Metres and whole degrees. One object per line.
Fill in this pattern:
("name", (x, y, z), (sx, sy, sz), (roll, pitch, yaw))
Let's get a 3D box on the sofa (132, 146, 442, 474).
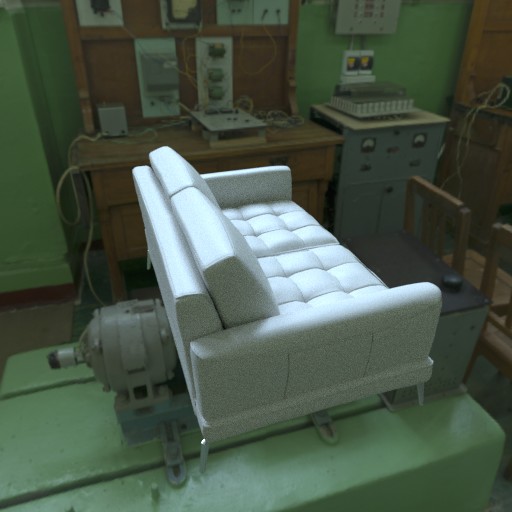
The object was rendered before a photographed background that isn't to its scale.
("sofa", (0.000, 0.000, 2.471), (1.121, 0.930, 1.819), (-10, 32, -17))
